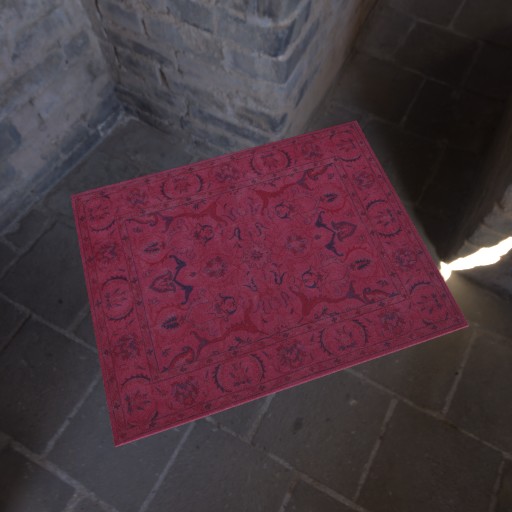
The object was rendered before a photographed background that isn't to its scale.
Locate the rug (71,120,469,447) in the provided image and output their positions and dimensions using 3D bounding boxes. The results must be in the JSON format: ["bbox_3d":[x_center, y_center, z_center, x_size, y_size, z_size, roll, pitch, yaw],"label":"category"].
[{"bbox_3d":[0.000,0.000,3.909,2.929,0.012,2.300,-17,66,-8],"label":"rug"}]
